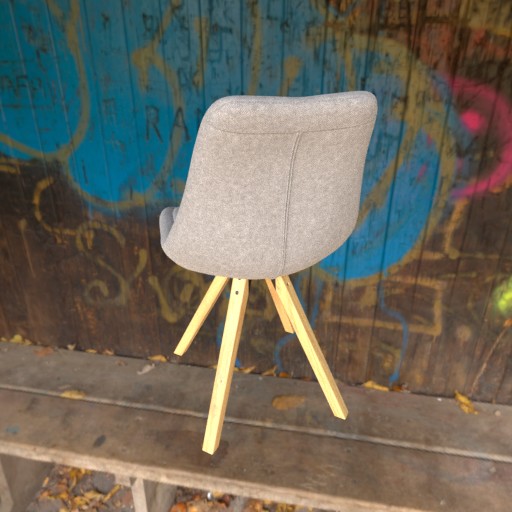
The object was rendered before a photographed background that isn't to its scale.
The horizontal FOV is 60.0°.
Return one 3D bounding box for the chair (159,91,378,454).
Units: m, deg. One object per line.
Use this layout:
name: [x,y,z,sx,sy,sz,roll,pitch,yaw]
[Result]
chair: [0.000,0.000,1.170,0.483,0.865,0.550,-8,28,-16]
